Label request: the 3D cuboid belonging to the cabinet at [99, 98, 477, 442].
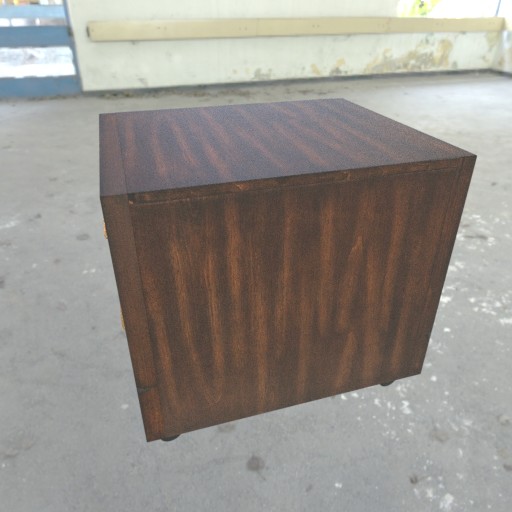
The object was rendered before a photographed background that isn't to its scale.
[{"bbox_3d":[0.000,0.000,0.814,0.500,0.455,0.402,-9,32,-15],"label":"cabinet"}]
